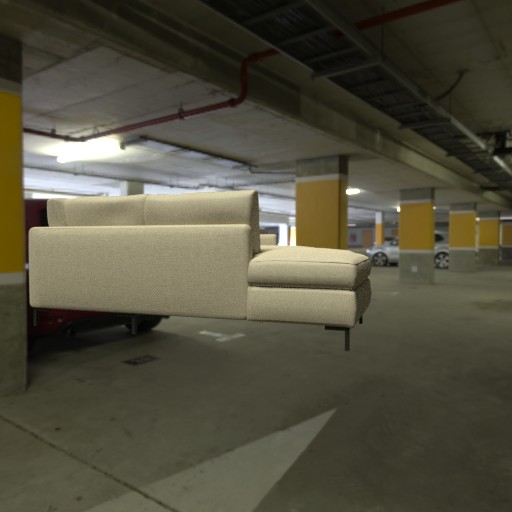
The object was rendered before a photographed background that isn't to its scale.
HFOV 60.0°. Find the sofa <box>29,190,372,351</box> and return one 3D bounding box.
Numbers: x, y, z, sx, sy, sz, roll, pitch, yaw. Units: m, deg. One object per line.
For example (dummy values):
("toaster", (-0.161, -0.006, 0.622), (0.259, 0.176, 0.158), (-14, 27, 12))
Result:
("sofa", (0.000, 0.000, 3.519), (1.879, 0.756, 2.737), (1, 2, 19))
